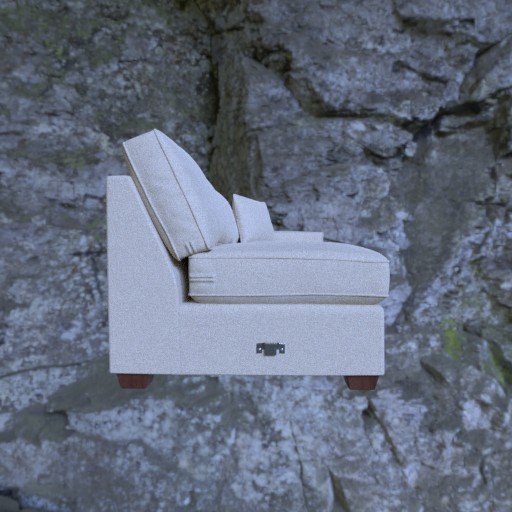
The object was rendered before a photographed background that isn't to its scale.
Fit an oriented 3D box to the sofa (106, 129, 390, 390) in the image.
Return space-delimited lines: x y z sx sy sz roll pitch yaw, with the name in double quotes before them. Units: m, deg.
"sofa" 0.000 0.000 2.529 1.034 0.946 1.963 0 1 2
